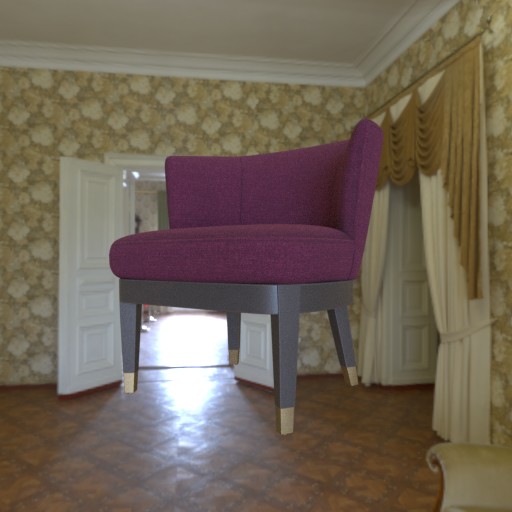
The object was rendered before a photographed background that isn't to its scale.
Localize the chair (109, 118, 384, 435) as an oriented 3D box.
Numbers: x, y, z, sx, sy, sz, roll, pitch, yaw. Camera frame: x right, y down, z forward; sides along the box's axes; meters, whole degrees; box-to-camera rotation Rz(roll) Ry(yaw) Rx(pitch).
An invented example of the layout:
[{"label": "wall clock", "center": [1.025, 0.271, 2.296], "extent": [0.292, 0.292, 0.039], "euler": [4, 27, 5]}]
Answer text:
[{"label": "chair", "center": [0.000, 0.000, 1.290], "extent": [0.700, 0.760, 0.660], "euler": [0, -1, 35]}]
